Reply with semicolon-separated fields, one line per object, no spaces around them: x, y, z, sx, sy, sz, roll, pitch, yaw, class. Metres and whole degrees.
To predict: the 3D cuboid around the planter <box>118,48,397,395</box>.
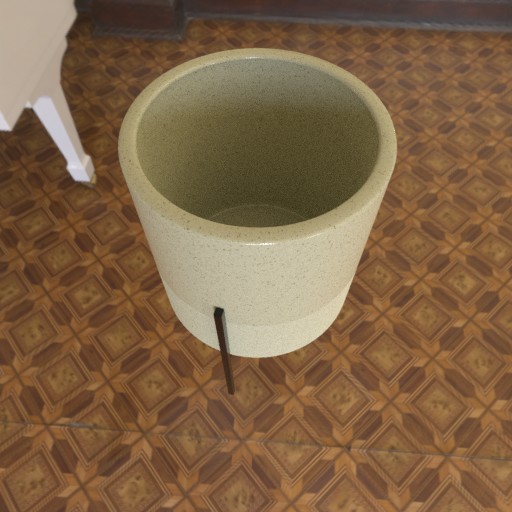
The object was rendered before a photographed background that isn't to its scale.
0.000;0.000;0.537;0.234;0.390;0.243;15;59;9;planter
